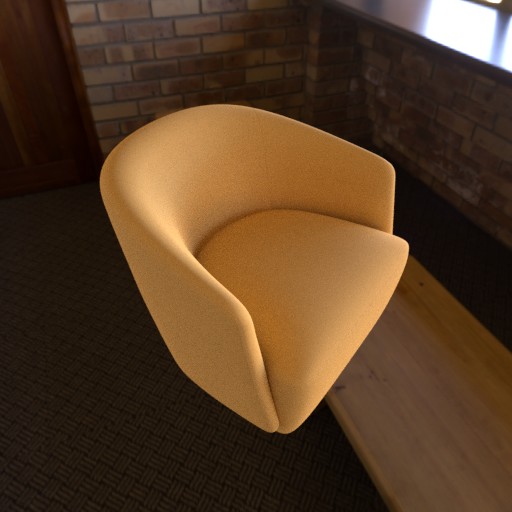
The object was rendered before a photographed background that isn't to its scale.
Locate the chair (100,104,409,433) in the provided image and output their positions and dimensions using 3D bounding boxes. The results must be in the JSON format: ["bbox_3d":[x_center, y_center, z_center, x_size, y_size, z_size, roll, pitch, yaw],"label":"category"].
[{"bbox_3d":[0.000,0.000,1.360,0.767,0.698,0.773,26,47,27],"label":"chair"}]
